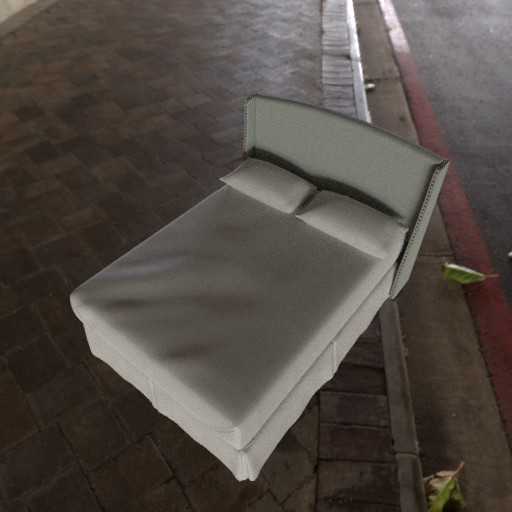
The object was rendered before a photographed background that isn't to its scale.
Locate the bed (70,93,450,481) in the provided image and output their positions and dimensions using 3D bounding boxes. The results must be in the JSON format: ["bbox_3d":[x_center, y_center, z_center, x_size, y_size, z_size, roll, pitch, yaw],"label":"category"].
[{"bbox_3d":[0.000,0.000,3.273,1.710,1.407,2.237,29,52,26],"label":"bed"}]
